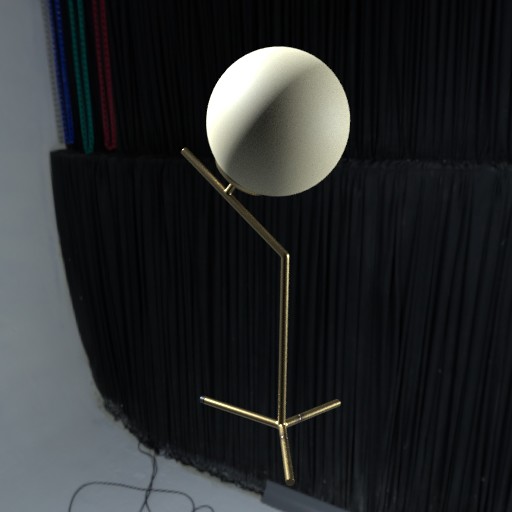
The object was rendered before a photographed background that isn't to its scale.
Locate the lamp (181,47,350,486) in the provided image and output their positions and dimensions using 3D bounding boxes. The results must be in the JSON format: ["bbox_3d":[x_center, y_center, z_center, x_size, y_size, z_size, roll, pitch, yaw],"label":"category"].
[{"bbox_3d":[0.000,0.000,0.646,0.251,0.552,0.210,8,17,27],"label":"lamp"}]
